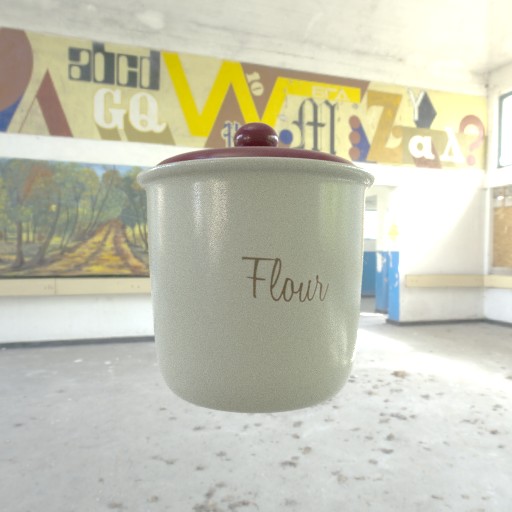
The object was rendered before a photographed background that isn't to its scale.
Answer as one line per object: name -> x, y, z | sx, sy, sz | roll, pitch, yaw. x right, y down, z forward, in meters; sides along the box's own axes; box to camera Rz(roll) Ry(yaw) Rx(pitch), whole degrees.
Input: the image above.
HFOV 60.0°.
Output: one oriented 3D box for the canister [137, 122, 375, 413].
canister -> 0.000, 0.000, 0.350 | 0.182, 0.208, 0.182 | 0, 1, 0
